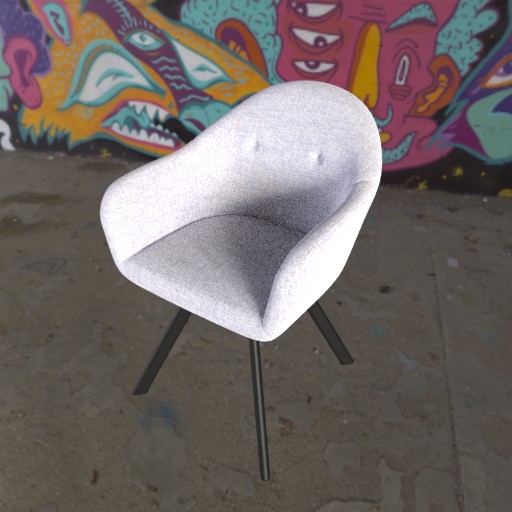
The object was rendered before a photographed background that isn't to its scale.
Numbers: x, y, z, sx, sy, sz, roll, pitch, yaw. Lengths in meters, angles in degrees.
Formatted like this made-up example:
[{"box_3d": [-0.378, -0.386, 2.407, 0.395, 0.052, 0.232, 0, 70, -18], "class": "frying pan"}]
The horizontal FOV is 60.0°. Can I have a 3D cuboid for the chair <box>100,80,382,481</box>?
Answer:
[{"box_3d": [0.000, 0.000, 1.136, 0.540, 0.780, 0.570, 20, 36, 30], "class": "chair"}]
